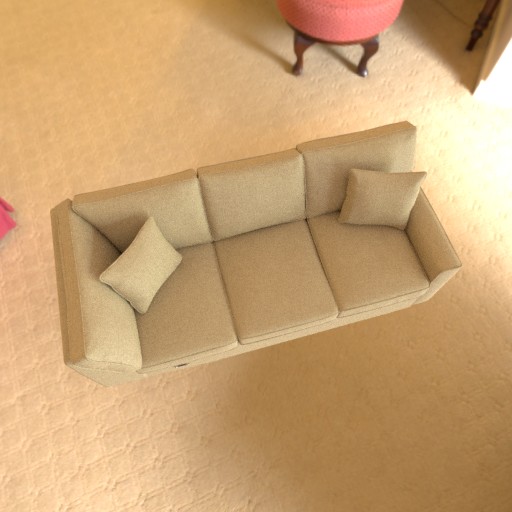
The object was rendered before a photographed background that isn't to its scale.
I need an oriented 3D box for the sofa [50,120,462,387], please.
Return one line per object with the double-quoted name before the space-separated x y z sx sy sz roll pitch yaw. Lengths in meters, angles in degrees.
"sofa" 0.000 0.000 2.847 2.317 0.962 1.061 -14 65 -7
